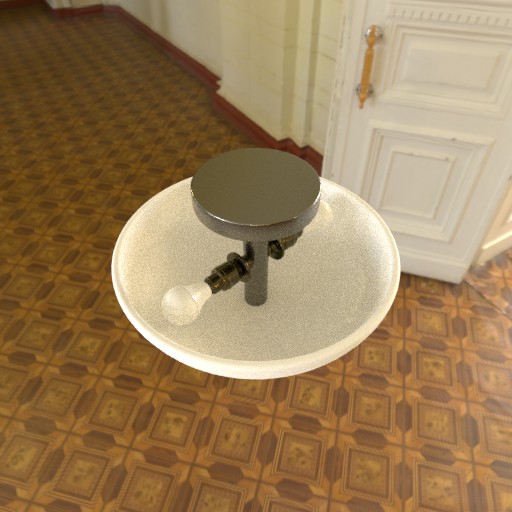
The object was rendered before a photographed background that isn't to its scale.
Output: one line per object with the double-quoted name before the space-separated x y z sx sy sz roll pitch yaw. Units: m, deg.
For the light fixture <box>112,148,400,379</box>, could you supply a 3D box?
"light fixture" 0.000 0.000 0.531 0.330 0.214 0.330 0 45 0
